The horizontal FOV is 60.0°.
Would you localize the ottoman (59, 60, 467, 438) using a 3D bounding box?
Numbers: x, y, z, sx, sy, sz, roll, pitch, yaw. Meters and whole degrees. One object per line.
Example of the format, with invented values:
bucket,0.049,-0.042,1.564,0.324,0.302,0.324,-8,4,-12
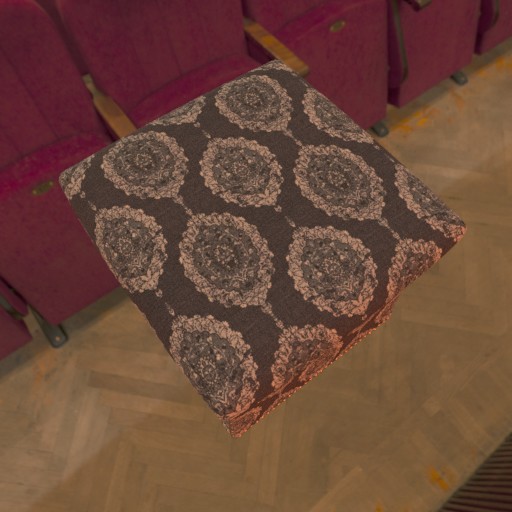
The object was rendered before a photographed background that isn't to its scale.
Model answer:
ottoman,0.000,0.000,0.895,0.497,0.475,0.507,-34,68,-16
